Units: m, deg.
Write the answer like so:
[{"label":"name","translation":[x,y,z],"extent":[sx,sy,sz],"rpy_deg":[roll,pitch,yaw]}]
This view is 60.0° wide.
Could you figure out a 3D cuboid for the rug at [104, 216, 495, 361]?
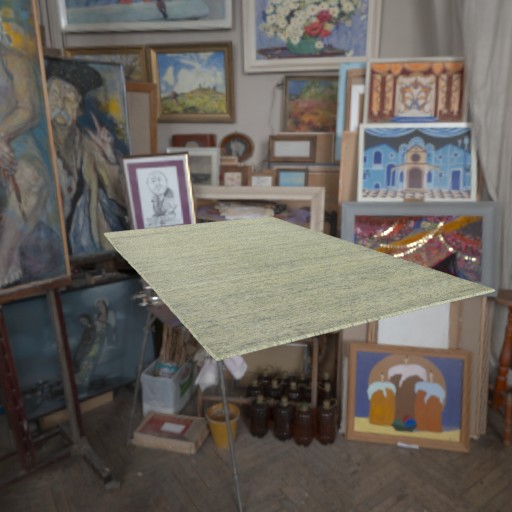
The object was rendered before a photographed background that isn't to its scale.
[{"label":"rug","translation":[0.000,0.000,2.314],"extent":[1.243,0.014,1.846],"rpy_deg":[-8,17,-27]}]
